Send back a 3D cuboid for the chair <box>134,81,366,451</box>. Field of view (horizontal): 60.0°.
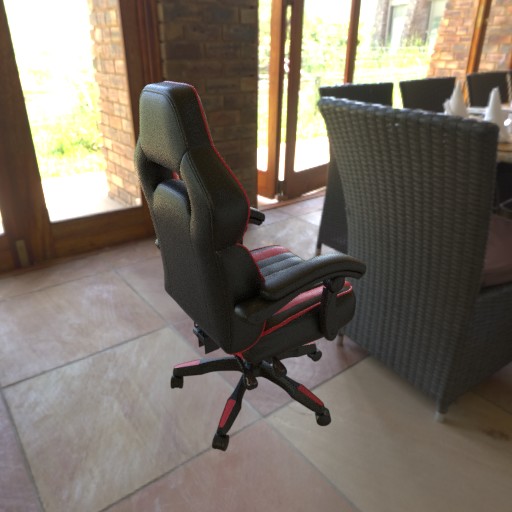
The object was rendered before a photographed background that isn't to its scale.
[{"bbox_3d":[0.000,0.000,1.641,0.700,1.220,0.700,-16,30,-30],"label":"chair"}]
